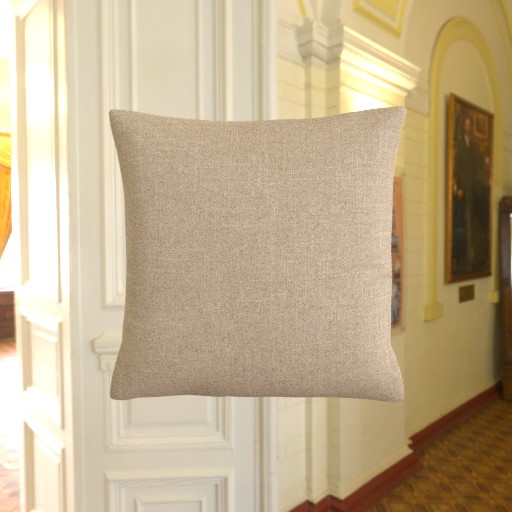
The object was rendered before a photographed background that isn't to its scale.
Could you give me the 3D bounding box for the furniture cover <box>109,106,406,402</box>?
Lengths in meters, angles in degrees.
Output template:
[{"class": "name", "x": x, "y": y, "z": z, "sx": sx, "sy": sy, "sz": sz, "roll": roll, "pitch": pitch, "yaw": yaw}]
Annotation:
[{"class": "furniture cover", "x": 0.000, "y": 0.000, "z": 0.760, "sx": 0.511, "sy": 0.503, "sz": 0.162, "roll": 0, "pitch": 2, "yaw": 1}]
